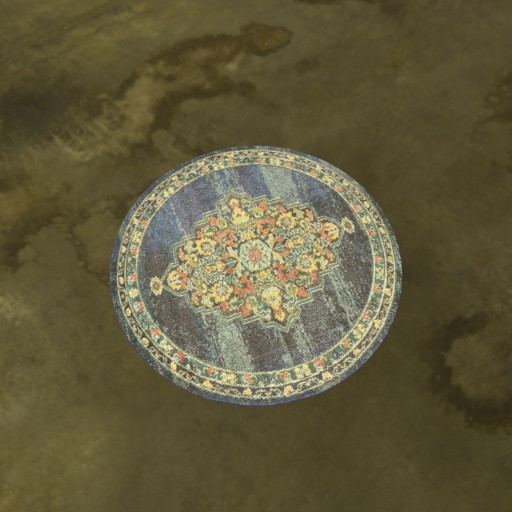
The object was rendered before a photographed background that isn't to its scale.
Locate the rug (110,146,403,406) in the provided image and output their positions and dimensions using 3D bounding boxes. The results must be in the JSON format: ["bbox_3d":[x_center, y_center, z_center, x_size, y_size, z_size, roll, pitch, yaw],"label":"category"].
[{"bbox_3d":[0.000,0.000,2.438,1.591,0.010,1.591,0,62,0],"label":"rug"}]
